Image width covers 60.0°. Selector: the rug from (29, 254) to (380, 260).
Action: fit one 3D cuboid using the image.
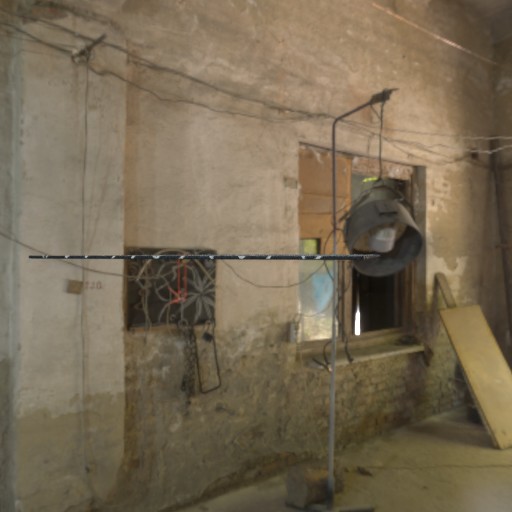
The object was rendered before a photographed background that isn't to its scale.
[{"bbox_3d":[0.000,0.000,2.342,1.223,0.013,1.830,0,0,17],"label":"rug"}]
